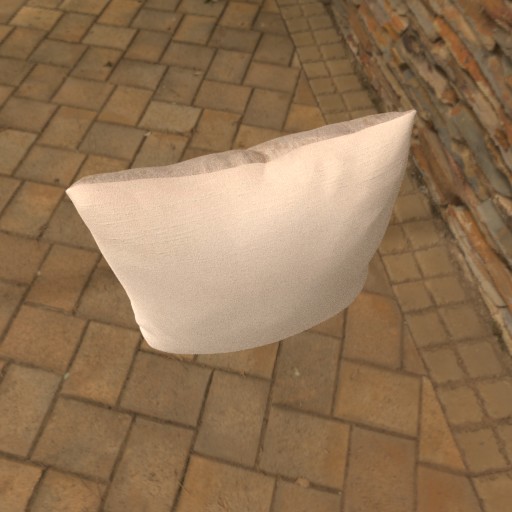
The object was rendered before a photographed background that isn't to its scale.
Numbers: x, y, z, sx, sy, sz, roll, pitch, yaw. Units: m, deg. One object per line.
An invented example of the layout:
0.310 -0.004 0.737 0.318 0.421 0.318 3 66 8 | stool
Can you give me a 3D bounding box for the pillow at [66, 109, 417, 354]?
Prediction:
0.000 0.000 0.709 0.450 0.448 0.245 -13 58 -8 | pillow
